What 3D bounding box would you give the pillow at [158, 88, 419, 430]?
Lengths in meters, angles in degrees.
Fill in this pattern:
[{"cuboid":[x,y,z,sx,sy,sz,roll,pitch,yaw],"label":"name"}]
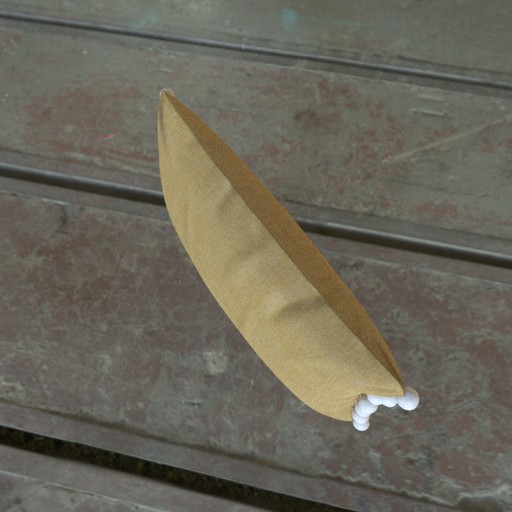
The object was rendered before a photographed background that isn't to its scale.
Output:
[{"cuboid":[0.000,0.000,0.817,0.201,0.322,0.709,-30,66,-15],"label":"pillow"}]
